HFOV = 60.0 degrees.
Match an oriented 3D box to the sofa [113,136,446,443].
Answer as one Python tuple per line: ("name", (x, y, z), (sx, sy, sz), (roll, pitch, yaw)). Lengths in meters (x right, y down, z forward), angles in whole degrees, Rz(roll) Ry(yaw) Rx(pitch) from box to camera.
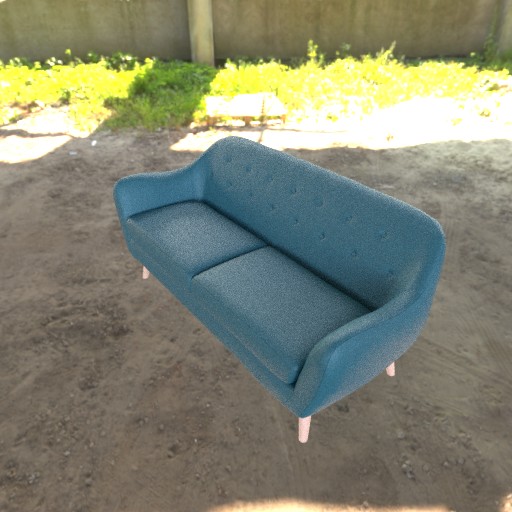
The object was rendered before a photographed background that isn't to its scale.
("sofa", (0.000, 0.000, 2.338), (0.820, 0.836, 1.840), (-22, 38, -31))
